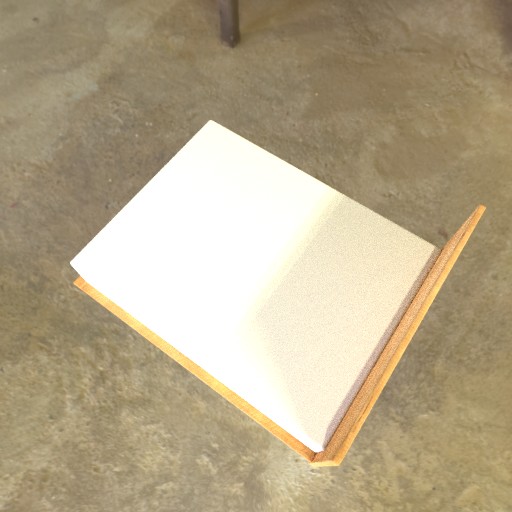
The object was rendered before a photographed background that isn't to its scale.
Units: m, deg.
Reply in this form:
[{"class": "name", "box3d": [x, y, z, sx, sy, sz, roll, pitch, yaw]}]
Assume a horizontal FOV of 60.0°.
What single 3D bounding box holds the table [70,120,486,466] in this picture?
[{"class": "table", "box3d": [0.000, 0.000, 3.073, 2.149, 1.041, 1.707, 33, 69, 15]}]
